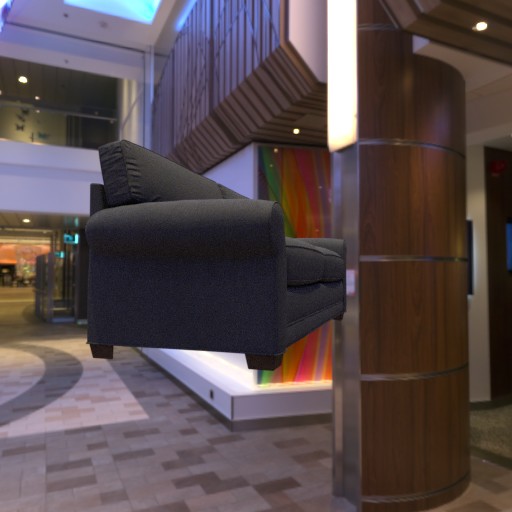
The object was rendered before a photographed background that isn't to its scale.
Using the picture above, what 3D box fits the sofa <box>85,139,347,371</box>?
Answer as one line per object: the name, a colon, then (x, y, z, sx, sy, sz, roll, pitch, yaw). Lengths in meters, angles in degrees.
sofa: (0.000, 0.000, 2.966, 0.954, 1.026, 2.391, -1, -2, 18)
